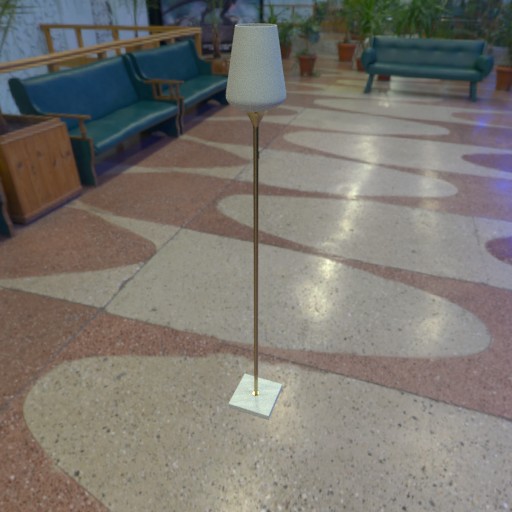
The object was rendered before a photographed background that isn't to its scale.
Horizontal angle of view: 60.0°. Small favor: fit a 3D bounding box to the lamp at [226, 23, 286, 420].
[{"bbox_3d":[0.000,0.000,1.959,0.229,1.813,0.232,11,33,18],"label":"lamp"}]
